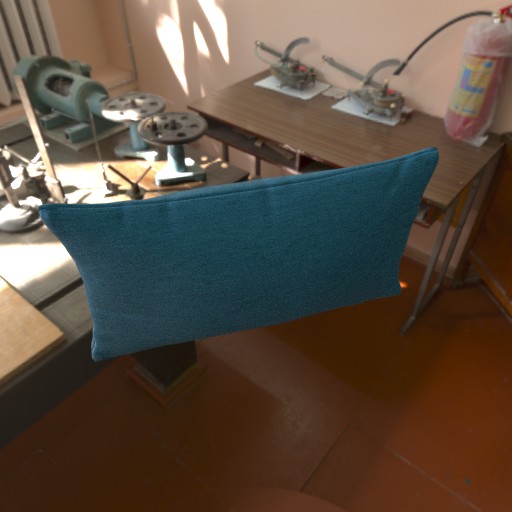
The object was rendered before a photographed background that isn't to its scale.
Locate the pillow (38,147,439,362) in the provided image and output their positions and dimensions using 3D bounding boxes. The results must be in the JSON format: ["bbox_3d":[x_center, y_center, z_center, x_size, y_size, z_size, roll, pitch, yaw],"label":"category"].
[{"bbox_3d":[0.000,0.000,0.785,0.633,0.338,0.210,-11,42,-12],"label":"pillow"}]
